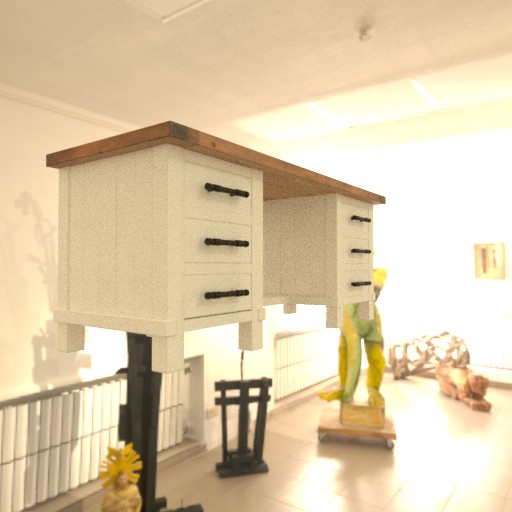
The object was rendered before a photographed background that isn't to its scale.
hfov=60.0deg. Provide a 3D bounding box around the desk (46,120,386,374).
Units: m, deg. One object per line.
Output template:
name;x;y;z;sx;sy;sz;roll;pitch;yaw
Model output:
desk;0.000;0.000;2.228;0.688;0.760;1.803;-1;-1;36
